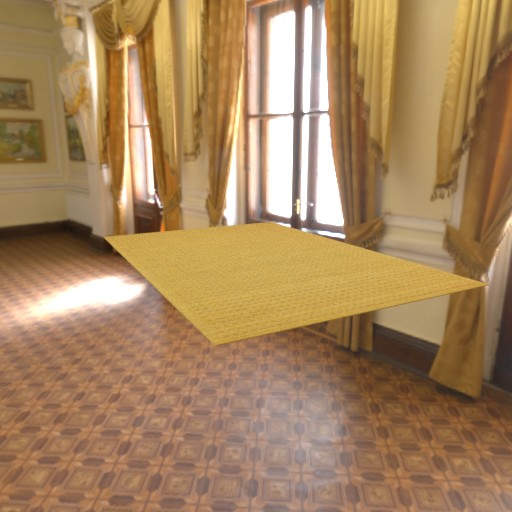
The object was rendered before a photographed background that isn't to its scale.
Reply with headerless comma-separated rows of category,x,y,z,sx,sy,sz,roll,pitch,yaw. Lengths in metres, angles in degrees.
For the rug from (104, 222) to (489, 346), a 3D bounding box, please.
rug,0.000,0.000,3.744,1.981,0.006,2.895,-7,16,-27
